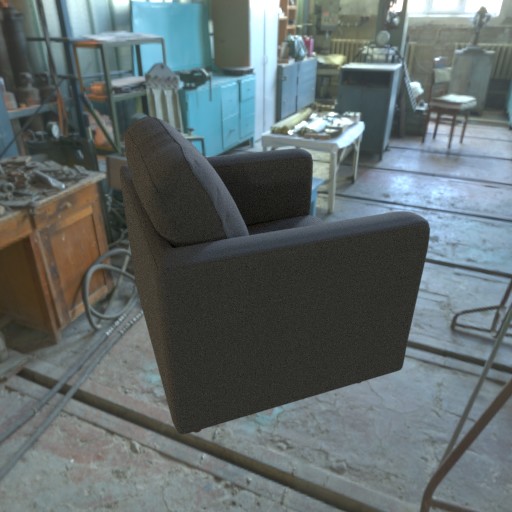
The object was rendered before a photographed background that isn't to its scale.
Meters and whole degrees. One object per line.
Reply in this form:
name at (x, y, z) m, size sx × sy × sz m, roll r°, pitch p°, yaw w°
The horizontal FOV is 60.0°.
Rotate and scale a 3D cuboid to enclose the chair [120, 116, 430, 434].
chair at (0.000, 0.000, 1.568) m, size 0.800 × 0.927 × 0.854 m, roll -10°, pitch 31°, yaw -18°
